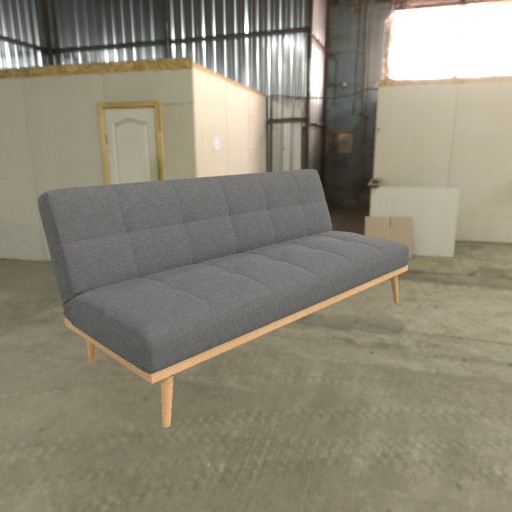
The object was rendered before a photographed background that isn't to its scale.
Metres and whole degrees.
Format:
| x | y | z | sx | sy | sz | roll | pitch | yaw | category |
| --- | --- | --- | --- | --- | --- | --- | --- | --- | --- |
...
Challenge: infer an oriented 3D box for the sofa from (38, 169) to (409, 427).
| x | y | z | sx | sy | sz | roll | pitch | yaw | category |
| --- | --- | --- | --- | --- | --- | --- | --- | --- | --- |
| 0.000 | 0.000 | 2.268 | 0.820 | 0.770 | 1.820 | 14 | 20 | 43 | sofa |
